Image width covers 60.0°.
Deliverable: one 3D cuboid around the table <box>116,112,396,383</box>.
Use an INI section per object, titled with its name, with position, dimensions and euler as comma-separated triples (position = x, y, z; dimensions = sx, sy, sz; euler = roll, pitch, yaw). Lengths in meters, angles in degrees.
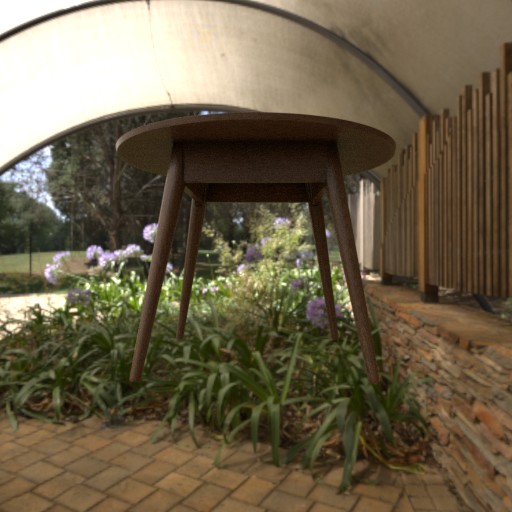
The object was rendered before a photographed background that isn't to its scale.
[table]
position = 0.000, 0.000, 1.744
dimensions = 1.053, 0.786, 1.053
euler = 0, 0, 0
